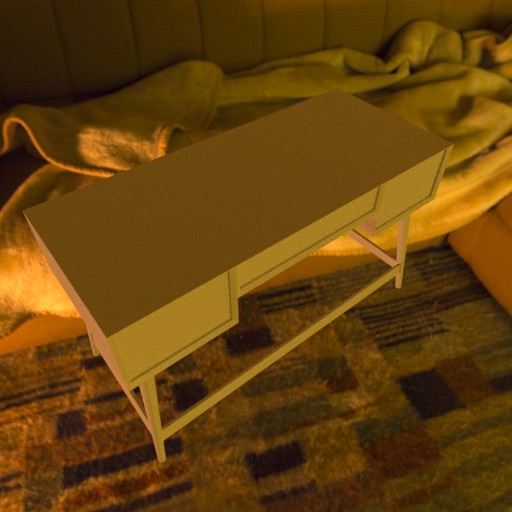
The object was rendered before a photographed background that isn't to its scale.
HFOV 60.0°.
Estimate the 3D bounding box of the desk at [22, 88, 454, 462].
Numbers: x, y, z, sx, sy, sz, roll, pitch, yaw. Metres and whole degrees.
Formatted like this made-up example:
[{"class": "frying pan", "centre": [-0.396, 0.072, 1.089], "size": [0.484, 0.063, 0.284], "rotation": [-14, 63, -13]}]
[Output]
[{"class": "desk", "centre": [0.000, 0.000, 1.707], "size": [1.313, 0.762, 0.589], "rotation": [-29, 52, -26]}]
